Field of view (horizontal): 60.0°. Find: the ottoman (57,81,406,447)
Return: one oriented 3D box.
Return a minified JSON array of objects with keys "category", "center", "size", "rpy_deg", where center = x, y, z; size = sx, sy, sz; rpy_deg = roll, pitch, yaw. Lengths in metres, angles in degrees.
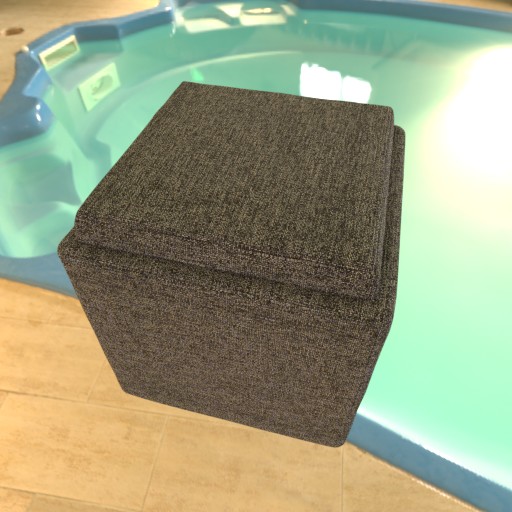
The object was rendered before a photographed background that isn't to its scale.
[{"category":"ottoman","center":[0.000,0.000,0.815],"size":[0.450,0.463,0.450],"rpy_deg":[11,48,10]}]
